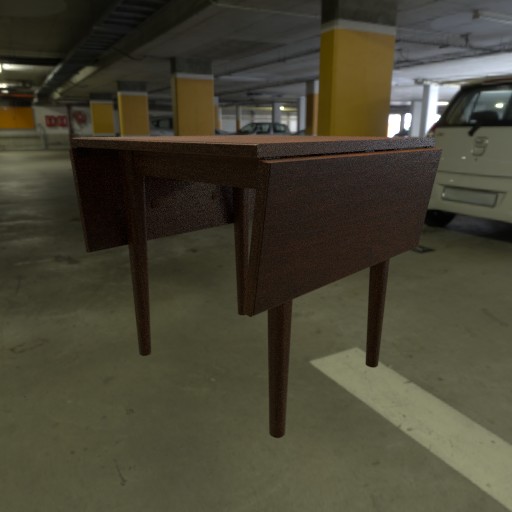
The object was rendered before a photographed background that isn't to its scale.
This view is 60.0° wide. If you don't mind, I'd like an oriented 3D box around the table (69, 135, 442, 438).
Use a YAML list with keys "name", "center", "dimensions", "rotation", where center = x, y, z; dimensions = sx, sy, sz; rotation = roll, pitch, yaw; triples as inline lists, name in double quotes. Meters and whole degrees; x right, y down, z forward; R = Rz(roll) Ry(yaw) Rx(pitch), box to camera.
- name: "table"
  center: [0.000, 0.000, 1.478]
  dimensions: [0.843, 0.763, 0.812]
  rotation: [15, 22, 42]
